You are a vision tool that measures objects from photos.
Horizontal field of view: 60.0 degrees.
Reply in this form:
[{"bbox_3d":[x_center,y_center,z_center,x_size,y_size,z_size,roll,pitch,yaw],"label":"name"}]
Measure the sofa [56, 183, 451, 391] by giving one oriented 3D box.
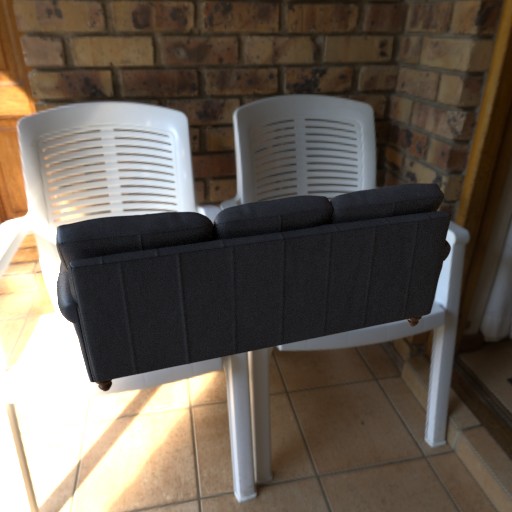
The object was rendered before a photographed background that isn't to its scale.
[{"bbox_3d":[0.000,0.000,2.914,2.387,0.977,0.974,-8,29,-15],"label":"sofa"}]
